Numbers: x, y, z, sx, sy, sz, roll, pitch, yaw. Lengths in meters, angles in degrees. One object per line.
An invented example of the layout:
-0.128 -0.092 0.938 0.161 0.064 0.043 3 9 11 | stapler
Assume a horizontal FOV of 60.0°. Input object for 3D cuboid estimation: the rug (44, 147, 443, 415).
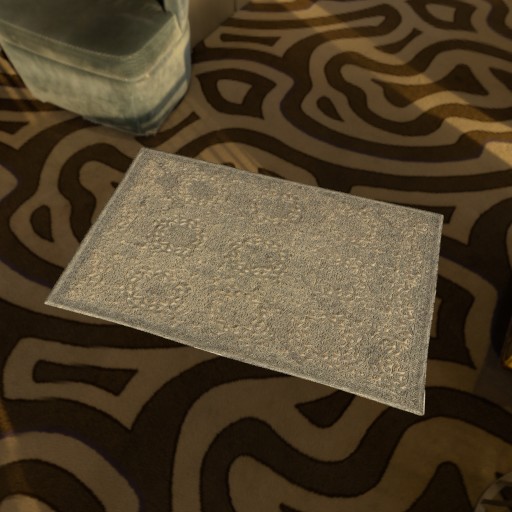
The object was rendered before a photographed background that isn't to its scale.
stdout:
0.000 0.000 3.151 2.498 0.022 1.535 14 59 9 | rug
